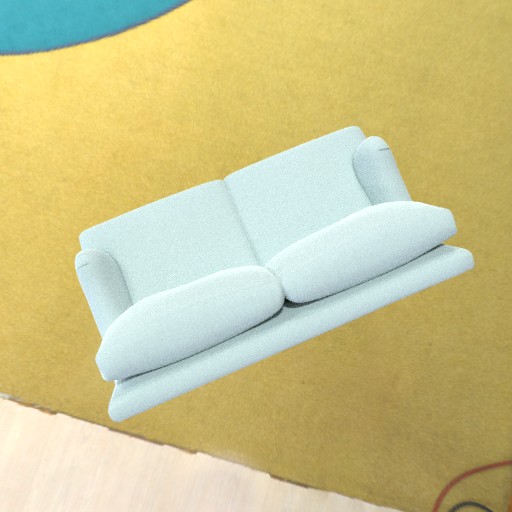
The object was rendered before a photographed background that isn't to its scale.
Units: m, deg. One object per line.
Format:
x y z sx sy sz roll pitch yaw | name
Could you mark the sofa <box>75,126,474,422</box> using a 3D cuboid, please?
0.000 0.000 2.515 1.853 1.101 1.084 -22 78 -5 | sofa
